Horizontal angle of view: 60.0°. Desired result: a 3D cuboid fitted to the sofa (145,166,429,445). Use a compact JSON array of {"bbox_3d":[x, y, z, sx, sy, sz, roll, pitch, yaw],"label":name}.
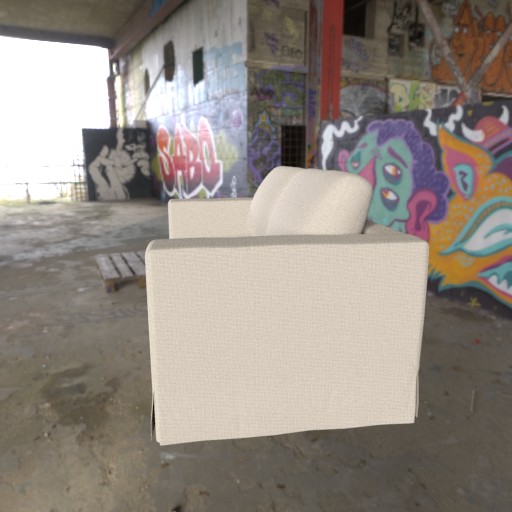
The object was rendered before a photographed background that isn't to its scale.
[{"bbox_3d":[0.000,0.000,2.391,1.009,0.932,1.813,-2,13,-8],"label":"sofa"}]
